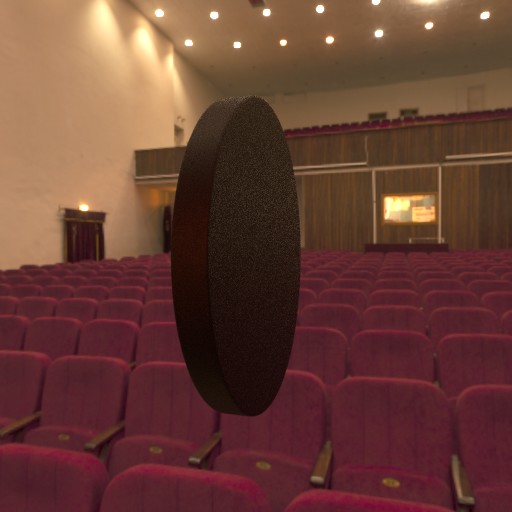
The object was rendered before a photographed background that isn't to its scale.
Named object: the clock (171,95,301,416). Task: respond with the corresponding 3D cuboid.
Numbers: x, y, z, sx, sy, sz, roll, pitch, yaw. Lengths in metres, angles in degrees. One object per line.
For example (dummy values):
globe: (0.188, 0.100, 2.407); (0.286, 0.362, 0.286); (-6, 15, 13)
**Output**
clock: (0.000, 0.000, 0.461); (0.029, 0.314, 0.314); (0, 1, 18)
